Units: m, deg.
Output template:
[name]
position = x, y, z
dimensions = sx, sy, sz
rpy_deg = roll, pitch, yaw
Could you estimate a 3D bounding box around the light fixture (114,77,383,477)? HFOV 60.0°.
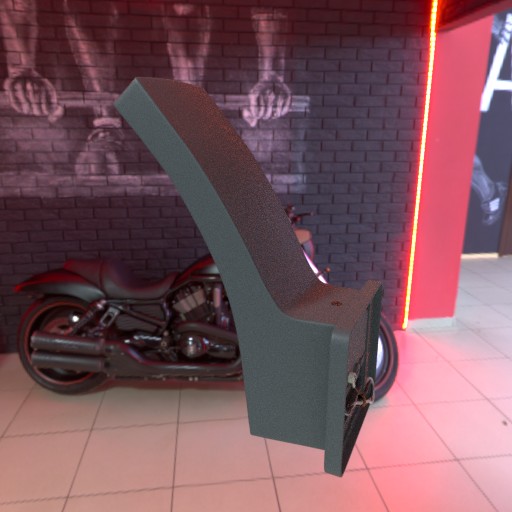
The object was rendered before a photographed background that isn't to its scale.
[light fixture]
position = 0.000, 0.000, 0.320
dimensions = 0.174, 0.243, 0.108
rpy_deg = 7, 17, 24
